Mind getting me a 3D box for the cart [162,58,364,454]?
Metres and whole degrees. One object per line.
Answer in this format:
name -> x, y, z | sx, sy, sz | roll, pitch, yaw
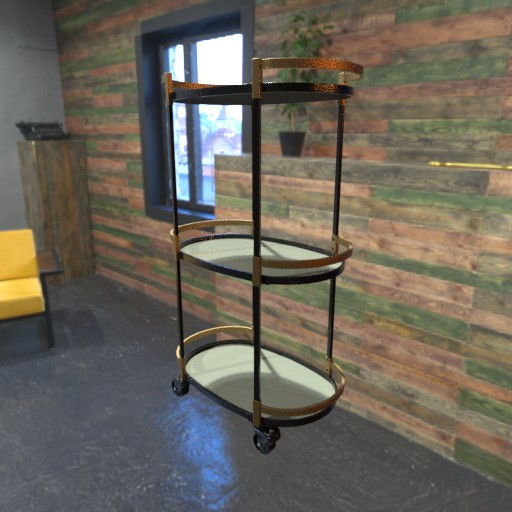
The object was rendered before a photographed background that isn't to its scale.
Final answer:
cart -> 0.000, 0.000, 1.151 | 0.515, 0.885, 0.311 | 15, 21, 43
